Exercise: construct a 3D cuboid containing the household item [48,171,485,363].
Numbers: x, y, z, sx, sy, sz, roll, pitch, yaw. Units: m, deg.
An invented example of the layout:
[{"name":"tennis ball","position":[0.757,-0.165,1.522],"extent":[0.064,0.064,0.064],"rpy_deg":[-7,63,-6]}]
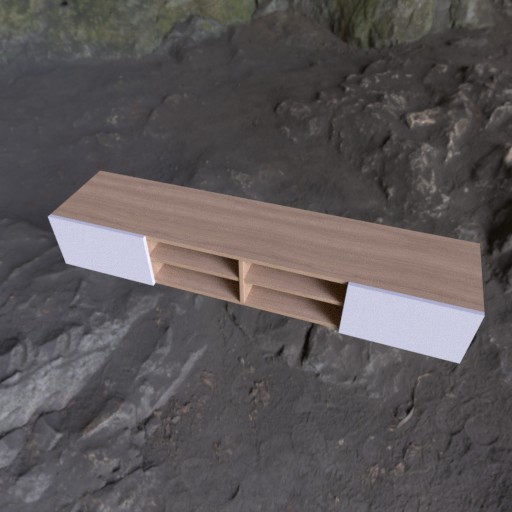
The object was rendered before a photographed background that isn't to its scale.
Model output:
[{"name":"household item","position":[0.000,0.000,2.042],"extent":[1.850,0.310,0.420],"rpy_deg":[13,43,14]}]
